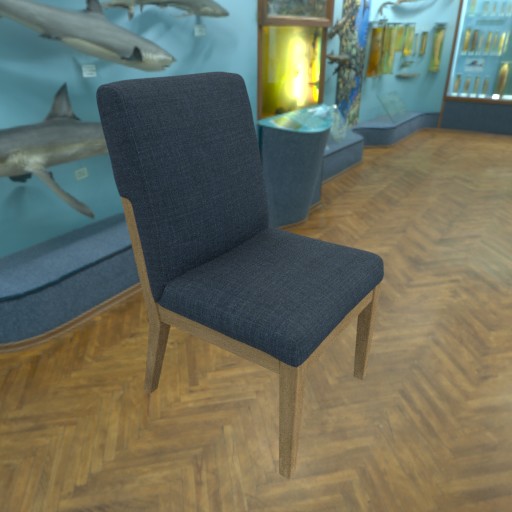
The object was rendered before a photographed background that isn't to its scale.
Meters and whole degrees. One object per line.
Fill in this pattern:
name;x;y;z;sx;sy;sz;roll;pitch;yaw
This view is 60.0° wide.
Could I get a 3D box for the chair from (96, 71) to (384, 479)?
chair;0.000;0.000;1.233;0.586;0.911;0.507;18;32;32
